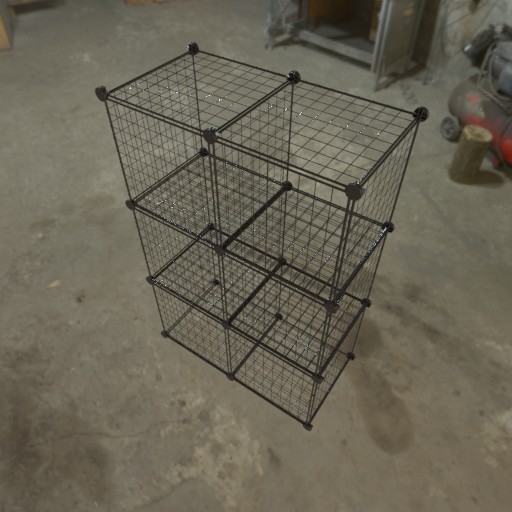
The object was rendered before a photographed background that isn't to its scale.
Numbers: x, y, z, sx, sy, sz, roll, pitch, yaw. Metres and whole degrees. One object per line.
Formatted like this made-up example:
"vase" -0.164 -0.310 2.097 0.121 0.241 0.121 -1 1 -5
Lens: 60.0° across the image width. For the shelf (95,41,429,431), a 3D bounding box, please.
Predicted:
"shelf" 0.000 0.000 1.418 0.711 1.067 0.356 26 51 23
